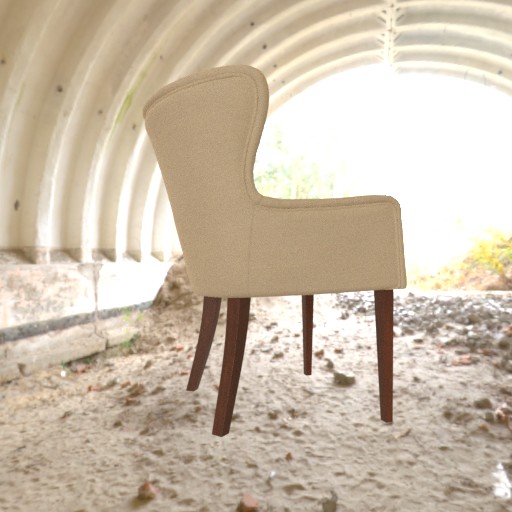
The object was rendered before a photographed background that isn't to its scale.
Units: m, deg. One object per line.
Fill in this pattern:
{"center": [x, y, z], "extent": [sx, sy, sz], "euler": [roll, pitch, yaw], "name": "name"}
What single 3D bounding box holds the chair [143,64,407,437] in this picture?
{"center": [0.000, 0.000, 1.494], "extent": [0.744, 0.990, 0.696], "euler": [0, 0, -18], "name": "chair"}
